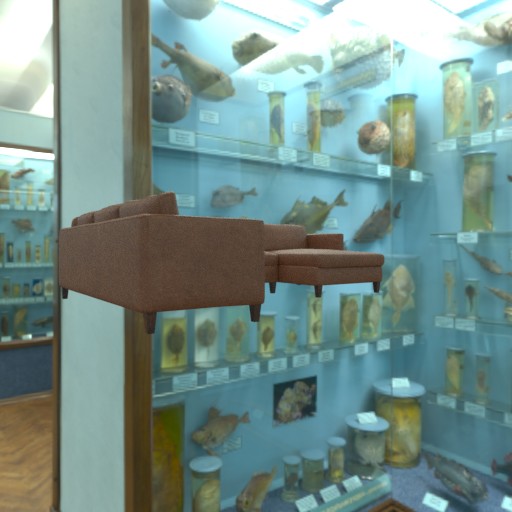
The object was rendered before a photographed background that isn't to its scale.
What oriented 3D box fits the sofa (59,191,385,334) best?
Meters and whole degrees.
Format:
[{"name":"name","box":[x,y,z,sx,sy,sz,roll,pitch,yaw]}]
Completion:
[{"name":"sofa","box":[0.000,0.000,4.729,3.460,0.923,2.593,-1,1,-35]}]
